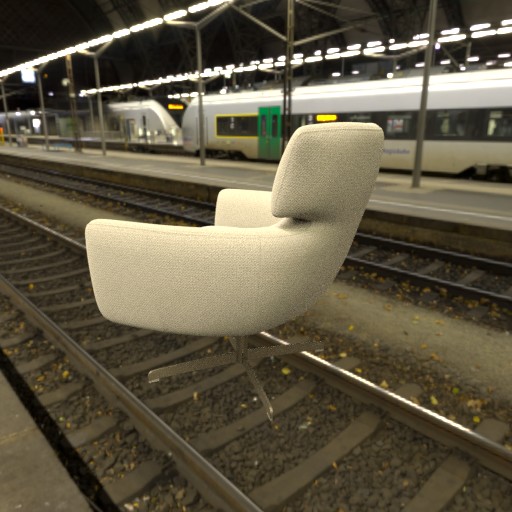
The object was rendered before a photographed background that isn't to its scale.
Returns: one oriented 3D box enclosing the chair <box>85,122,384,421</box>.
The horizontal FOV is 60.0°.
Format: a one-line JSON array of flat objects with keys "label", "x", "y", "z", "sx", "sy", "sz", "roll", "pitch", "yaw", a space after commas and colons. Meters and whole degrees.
[{"label": "chair", "x": 0.000, "y": 0.000, "z": 1.412, "sx": 0.730, "sy": 0.810, "sz": 0.760, "roll": 8, "pitch": 18, "yaw": 25}]
